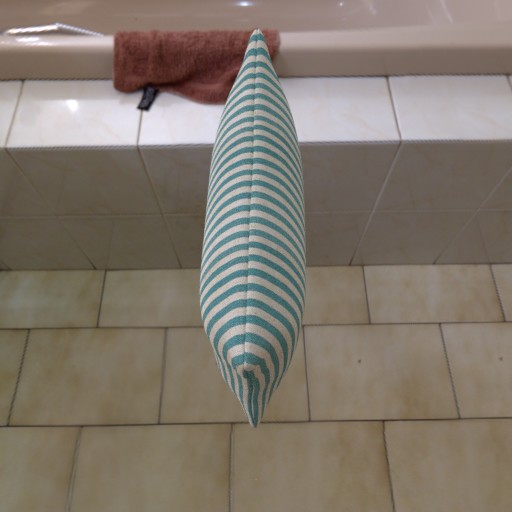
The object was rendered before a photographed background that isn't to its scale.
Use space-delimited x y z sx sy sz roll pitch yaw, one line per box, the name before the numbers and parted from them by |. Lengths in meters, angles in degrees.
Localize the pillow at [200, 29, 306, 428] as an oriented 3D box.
pillow | 0.000 0.000 0.785 0.166 0.510 0.523 1 63 1
